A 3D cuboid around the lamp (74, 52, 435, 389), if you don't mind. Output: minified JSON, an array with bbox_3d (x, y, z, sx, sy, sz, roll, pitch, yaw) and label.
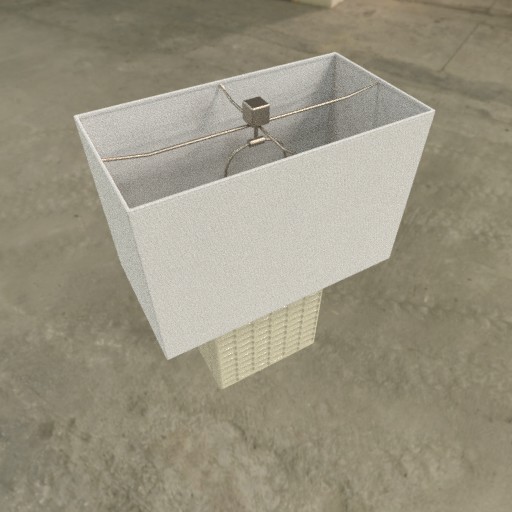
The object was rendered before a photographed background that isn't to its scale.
[{"bbox_3d":[0.000,0.000,0.700,0.380,0.515,0.200,-22,50,-20],"label":"lamp"}]
